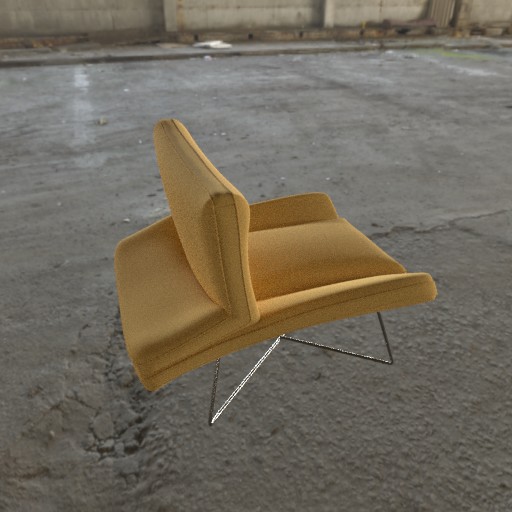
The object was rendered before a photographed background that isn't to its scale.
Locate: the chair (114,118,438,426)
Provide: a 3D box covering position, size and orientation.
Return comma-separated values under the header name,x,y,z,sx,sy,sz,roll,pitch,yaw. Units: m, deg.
name,x,y,z,sx,sy,sz,roll,pitch,yaw
chair,0.000,0.000,1.637,1.008,0.855,0.859,-10,32,-17
